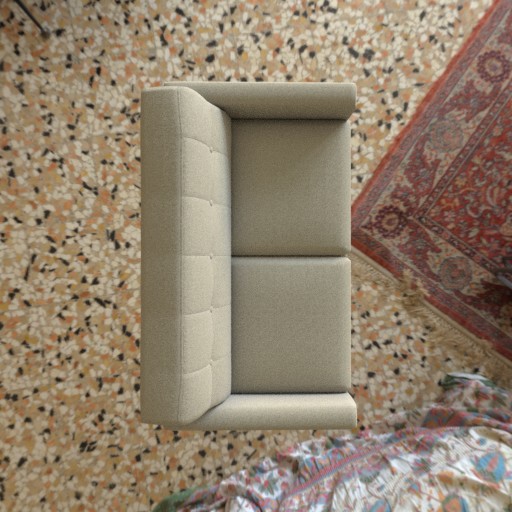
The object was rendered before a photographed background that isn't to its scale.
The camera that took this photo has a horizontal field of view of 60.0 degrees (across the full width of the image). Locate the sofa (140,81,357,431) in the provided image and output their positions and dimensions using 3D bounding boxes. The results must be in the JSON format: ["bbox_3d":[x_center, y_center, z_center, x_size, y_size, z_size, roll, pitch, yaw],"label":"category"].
[{"bbox_3d":[0.000,0.000,2.244,0.980,0.892,1.655,0,90,-1],"label":"sofa"}]
